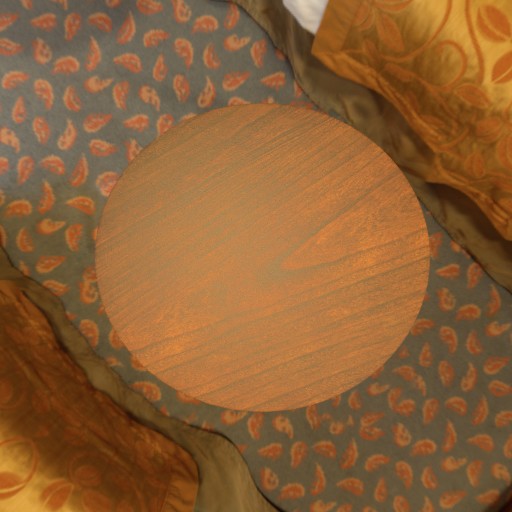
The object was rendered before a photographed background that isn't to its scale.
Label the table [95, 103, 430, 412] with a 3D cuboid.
[{"bbox_3d":[0.000,0.000,1.114,0.577,0.706,0.530,0,91,-3],"label":"table"}]
